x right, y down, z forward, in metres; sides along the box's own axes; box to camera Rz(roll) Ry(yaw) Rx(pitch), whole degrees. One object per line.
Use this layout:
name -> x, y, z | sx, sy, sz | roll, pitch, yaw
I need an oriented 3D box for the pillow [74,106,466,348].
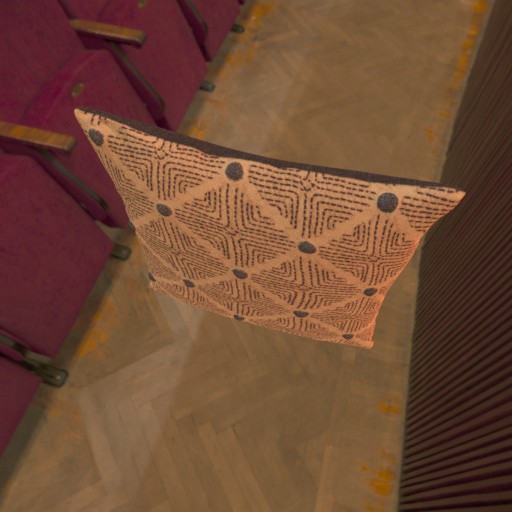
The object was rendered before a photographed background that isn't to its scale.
pillow -> 0.000, 0.000, 0.763 | 0.510, 0.510, 0.145 | 14, 59, 9
